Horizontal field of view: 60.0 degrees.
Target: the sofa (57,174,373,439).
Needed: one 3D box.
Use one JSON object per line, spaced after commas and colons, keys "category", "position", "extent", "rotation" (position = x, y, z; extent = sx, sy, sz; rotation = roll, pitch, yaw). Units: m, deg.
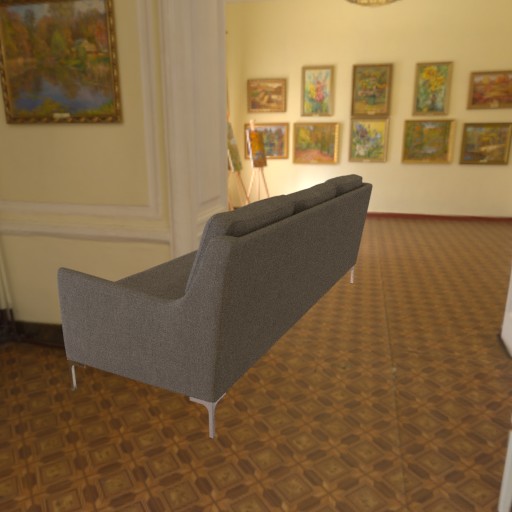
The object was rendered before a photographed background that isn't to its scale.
{"category": "sofa", "position": [0.000, 0.000, 2.542], "extent": [0.849, 0.837, 2.060], "rotation": [7, 17, 26]}
